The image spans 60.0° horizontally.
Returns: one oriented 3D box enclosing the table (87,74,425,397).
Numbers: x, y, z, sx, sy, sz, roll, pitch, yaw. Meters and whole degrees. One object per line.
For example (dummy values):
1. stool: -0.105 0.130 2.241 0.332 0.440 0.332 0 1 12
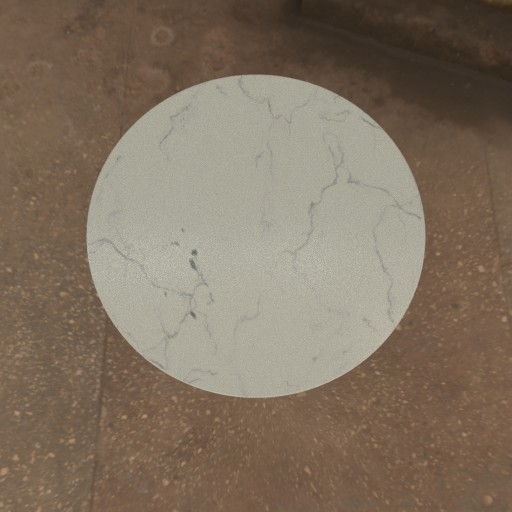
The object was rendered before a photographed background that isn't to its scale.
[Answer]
1. table: 0.000 0.000 0.859 0.500 0.420 0.500 0 76 0
